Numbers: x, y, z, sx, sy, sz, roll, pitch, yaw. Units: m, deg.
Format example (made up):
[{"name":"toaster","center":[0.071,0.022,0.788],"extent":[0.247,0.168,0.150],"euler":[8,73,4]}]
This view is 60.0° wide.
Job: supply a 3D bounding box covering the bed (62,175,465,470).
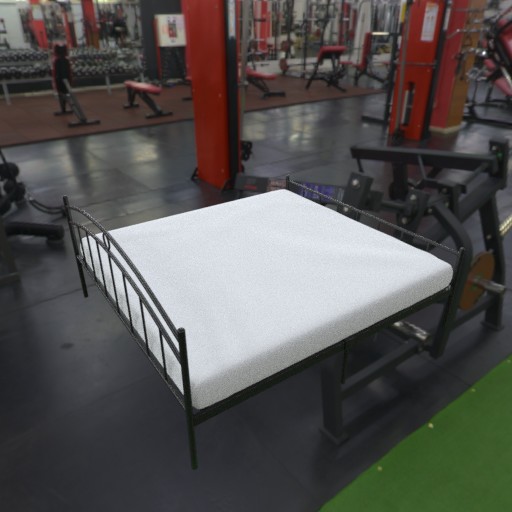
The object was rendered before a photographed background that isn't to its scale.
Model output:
[{"name":"bed","center":[0.000,0.000,3.139],"extent":[2.040,0.940,1.880],"euler":[-18,33,-30]}]
